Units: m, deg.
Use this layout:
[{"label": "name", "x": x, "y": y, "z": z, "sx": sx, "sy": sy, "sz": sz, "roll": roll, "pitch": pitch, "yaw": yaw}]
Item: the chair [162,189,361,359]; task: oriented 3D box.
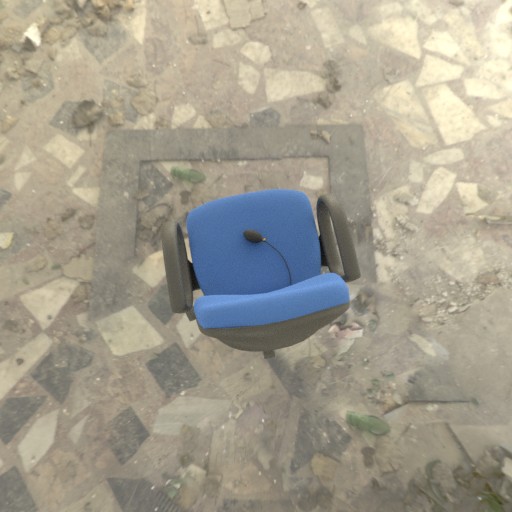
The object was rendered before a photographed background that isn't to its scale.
[{"label": "chair", "x": 0.000, "y": 0.000, "z": 1.255, "sx": 0.552, "sy": 0.905, "sz": 0.549, "roll": -10, "pitch": 75, "yaw": -3}]
